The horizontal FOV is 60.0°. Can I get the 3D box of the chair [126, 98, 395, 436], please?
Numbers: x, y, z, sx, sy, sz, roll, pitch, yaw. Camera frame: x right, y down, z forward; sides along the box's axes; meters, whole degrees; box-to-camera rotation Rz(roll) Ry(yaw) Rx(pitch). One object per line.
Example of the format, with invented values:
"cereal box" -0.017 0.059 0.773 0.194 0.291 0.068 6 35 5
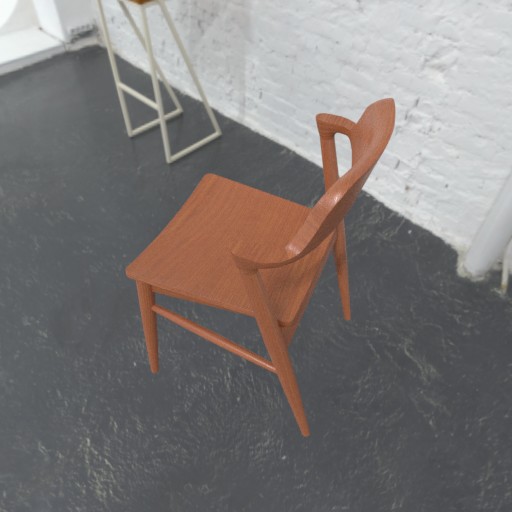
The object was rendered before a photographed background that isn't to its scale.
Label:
"chair" 0.000 0.000 1.106 0.499 0.801 0.496 18 50 16
